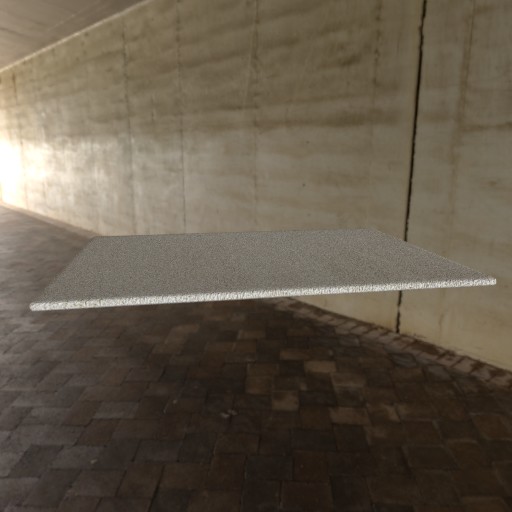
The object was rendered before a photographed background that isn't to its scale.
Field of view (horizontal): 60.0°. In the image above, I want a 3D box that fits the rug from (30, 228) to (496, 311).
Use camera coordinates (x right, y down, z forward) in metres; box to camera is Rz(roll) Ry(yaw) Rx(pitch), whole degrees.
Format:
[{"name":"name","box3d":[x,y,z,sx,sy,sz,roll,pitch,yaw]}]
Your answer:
[{"name":"rug","box3d":[0.000,0.000,2.231,1.778,0.030,1.219,-2,14,-10]}]
